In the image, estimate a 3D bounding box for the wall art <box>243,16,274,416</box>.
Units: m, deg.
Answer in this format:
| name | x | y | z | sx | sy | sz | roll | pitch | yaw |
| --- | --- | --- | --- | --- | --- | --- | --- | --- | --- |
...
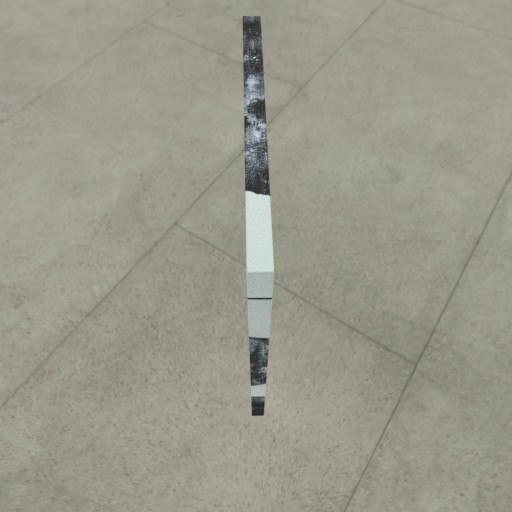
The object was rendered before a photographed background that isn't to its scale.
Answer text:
| name | x | y | z | sx | sy | sz | roll | pitch | yaw |
| --- | --- | --- | --- | --- | --- | --- | --- | --- | --- |
| wall art | 0.000 | 0.000 | 1.151 | 0.041 | 0.915 | 0.610 | -1 | 59 | -1 |
